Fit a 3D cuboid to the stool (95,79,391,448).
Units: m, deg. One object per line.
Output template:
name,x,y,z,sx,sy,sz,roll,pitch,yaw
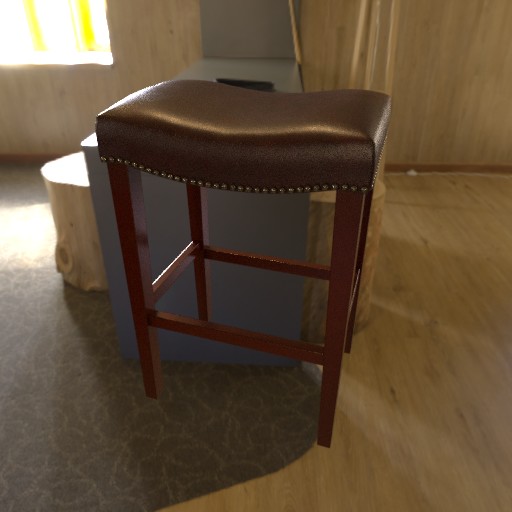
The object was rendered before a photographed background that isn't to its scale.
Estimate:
stool,0.000,0.000,1.044,0.504,0.742,0.372,10,32,16
